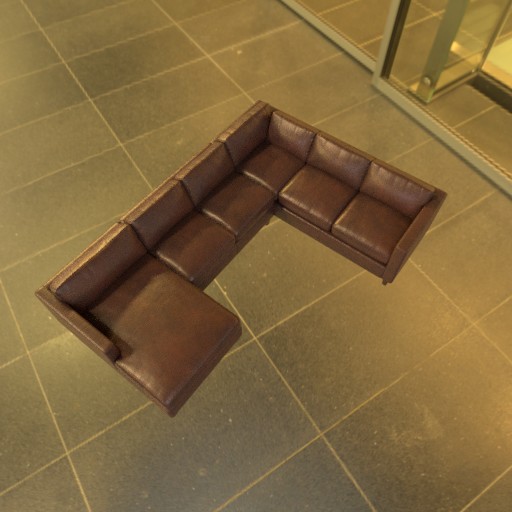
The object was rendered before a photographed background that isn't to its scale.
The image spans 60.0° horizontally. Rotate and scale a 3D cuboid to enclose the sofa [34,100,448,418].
[{"bbox_3d":[0.000,0.000,4.488,2.452,0.891,3.324,33,63,19],"label":"sofa"}]
